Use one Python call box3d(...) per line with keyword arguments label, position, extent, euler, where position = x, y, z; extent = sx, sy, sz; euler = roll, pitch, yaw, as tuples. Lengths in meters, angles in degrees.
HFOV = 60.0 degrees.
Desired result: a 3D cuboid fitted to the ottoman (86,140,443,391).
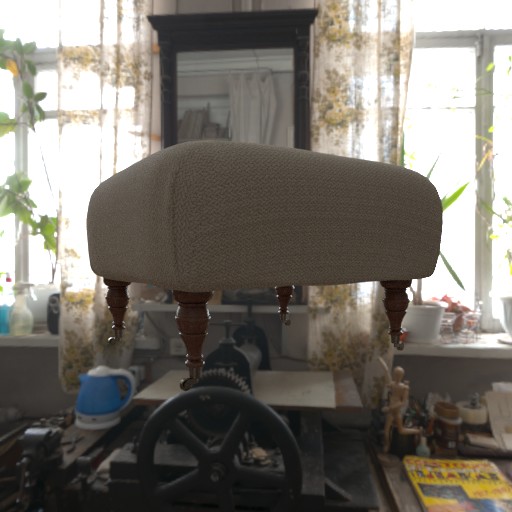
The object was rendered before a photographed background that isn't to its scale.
box3d(label="ottoman", position=(0.000, 0.000, 1.070), extent=(0.684, 0.447, 0.622), euler=(0, 0, -34))
